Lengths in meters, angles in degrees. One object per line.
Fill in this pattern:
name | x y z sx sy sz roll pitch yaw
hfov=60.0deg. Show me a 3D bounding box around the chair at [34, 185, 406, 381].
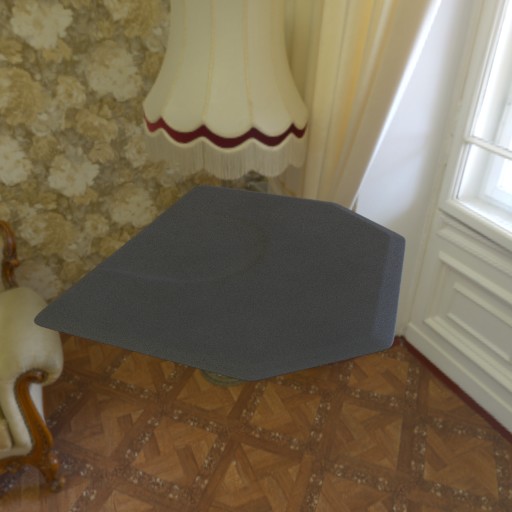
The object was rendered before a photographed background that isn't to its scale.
chair | 0.000 0.000 1.929 1.219 0.024 1.372 10 32 16
